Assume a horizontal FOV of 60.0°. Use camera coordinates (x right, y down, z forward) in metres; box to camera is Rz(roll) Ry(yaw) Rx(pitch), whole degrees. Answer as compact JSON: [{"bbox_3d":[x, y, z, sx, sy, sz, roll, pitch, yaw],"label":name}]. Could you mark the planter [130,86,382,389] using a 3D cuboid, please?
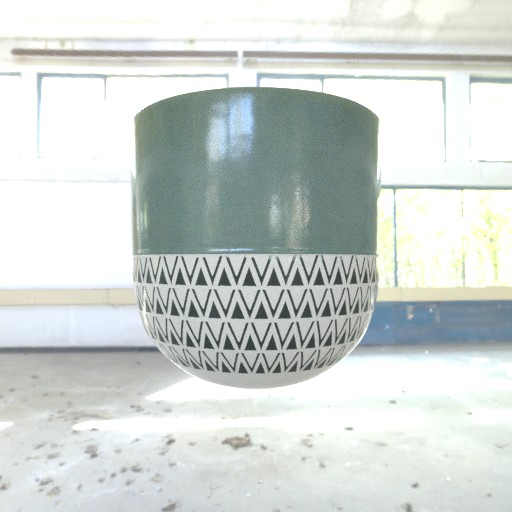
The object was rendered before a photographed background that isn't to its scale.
[{"bbox_3d":[0.000,0.000,0.486,0.266,0.270,0.266,0,-1,0],"label":"planter"}]
